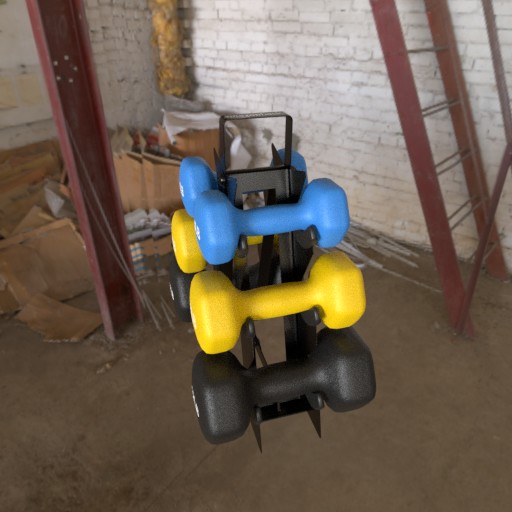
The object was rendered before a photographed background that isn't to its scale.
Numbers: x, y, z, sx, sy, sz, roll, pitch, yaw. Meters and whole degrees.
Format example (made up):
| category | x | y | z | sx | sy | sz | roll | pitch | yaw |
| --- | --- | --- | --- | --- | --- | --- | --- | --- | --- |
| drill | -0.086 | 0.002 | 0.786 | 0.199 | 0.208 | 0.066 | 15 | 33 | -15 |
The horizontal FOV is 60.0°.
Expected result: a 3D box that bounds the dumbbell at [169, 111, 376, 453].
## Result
| category | x | y | z | sx | sy | sz | roll | pitch | yaw |
| --- | --- | --- | --- | --- | --- | --- | --- | --- | --- |
| dumbbell | 0.000 | 0.000 | 0.686 | 0.255 | 0.426 | 0.409 | -8 | 31 | -14 |
